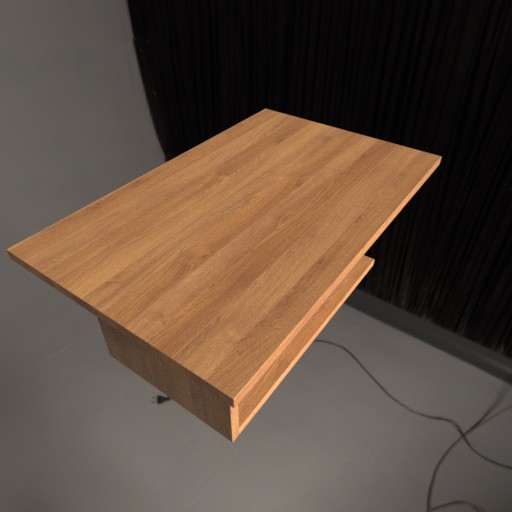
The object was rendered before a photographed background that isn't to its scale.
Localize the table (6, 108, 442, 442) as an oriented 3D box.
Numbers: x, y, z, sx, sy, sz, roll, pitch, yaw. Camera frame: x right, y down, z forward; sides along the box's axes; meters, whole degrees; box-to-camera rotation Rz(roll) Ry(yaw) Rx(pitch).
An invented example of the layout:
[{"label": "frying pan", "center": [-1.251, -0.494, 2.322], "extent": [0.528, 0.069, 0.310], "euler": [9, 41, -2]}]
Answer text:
[{"label": "table", "center": [0.000, 0.000, 1.399], "extent": [0.700, 0.442, 1.100], "euler": [25, 46, 27]}]
